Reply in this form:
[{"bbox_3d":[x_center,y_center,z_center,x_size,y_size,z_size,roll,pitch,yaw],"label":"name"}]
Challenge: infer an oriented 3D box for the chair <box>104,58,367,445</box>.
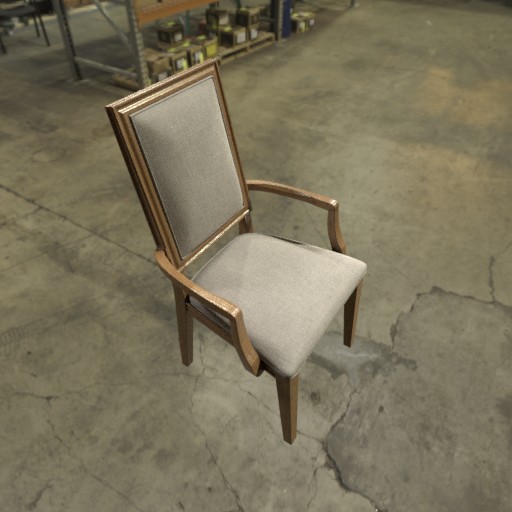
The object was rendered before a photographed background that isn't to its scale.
[{"bbox_3d":[0.000,0.000,1.397,0.602,0.990,0.606,23,47,24],"label":"chair"}]
